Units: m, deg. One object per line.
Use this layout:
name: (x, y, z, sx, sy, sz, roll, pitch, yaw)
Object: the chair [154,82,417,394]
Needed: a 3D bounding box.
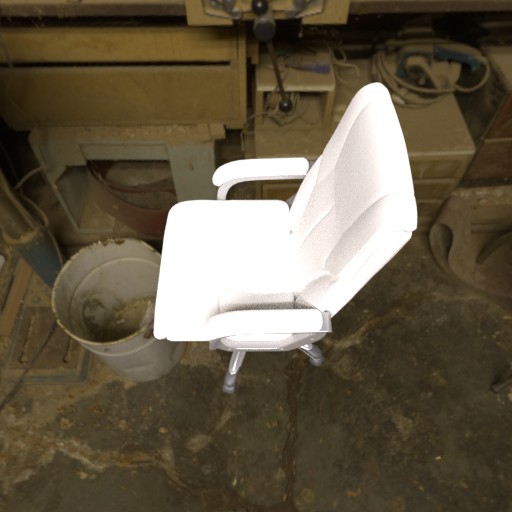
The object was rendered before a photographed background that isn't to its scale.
chair: (0.000, 0.000, 1.553, 0.738, 1.120, 0.687, 0, 59, 0)
